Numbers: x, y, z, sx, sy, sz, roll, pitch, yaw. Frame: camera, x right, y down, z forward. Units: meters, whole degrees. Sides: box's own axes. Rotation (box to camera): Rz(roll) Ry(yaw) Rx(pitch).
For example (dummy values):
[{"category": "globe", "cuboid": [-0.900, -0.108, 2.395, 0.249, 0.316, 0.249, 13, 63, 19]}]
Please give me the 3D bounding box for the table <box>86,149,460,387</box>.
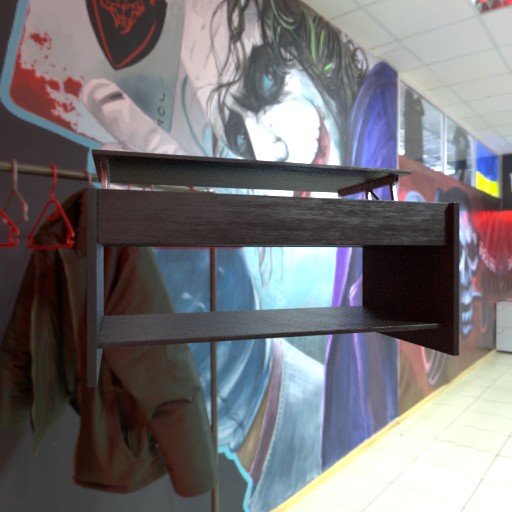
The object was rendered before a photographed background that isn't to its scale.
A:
[{"category": "table", "cuboid": [0.000, 0.000, 1.458, 1.000, 0.570, 0.712, 0, 0, -17]}]
